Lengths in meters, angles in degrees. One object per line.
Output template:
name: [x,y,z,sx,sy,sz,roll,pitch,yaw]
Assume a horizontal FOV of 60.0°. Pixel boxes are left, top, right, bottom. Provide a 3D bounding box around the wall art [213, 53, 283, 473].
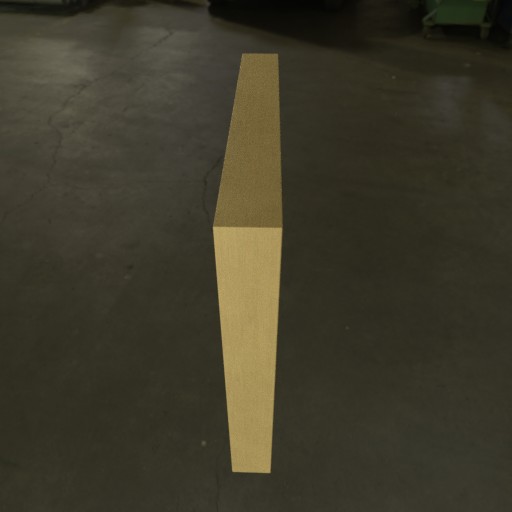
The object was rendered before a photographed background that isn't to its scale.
wall art: [0.000,0.000,0.455,0.038,0.305,0.305,1,41,1]
